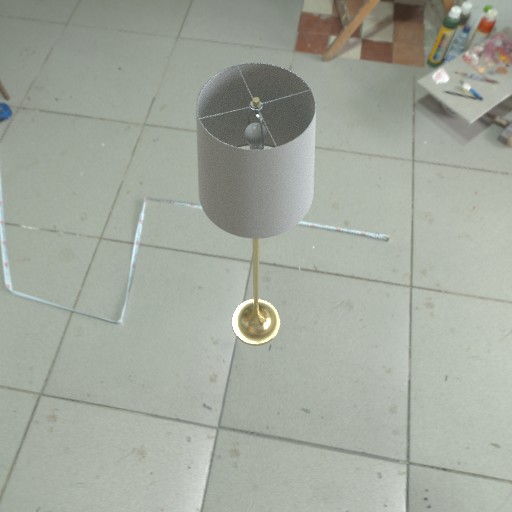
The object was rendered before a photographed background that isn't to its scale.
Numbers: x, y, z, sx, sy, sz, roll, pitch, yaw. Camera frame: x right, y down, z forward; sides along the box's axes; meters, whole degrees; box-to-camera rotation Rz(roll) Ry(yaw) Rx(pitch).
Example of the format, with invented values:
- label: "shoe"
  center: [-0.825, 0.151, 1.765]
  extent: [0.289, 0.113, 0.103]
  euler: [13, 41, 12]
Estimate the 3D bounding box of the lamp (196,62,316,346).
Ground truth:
- label: "lamp"
  center: [0.000, 0.000, 1.688]
  extent: [0.337, 1.543, 0.337]
  euler: [0, 63, 0]
